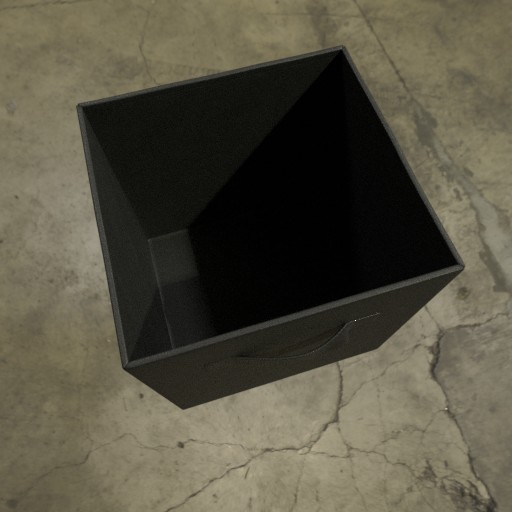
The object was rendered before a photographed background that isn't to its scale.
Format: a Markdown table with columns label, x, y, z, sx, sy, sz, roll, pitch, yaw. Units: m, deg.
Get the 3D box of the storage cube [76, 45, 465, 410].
| label | x | y | z | sx | sy | sz | roll | pitch | yaw |
| --- | --- | --- | --- | --- | --- | --- | --- | --- | --- |
| storage cube | 0.000 | 0.000 | 0.495 | 0.270 | 0.280 | 0.270 | -15 | 66 | -7 |
